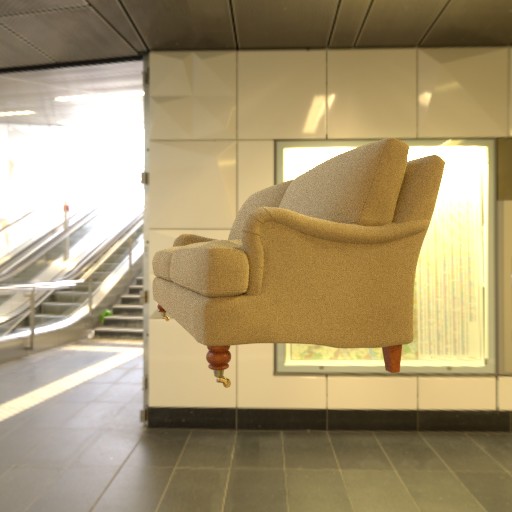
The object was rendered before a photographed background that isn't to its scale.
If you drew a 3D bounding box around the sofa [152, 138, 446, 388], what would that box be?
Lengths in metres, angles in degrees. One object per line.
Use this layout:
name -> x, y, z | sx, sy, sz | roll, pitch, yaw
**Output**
sofa -> 0.000, 0.000, 2.686 | 1.091, 0.997, 2.070 | 0, 0, -18
